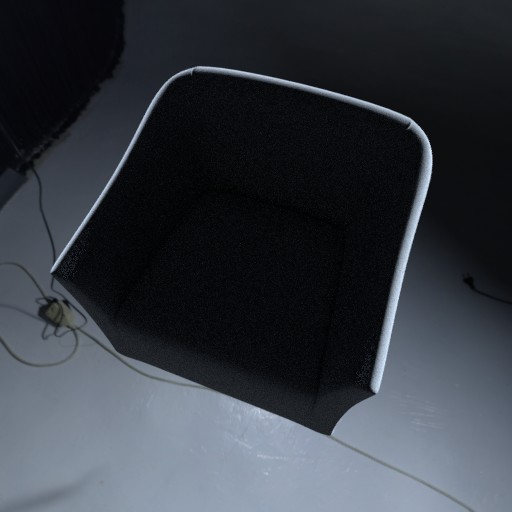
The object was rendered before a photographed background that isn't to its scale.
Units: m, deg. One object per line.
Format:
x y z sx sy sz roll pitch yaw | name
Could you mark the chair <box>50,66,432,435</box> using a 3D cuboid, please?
0.000 0.000 1.312 0.790 0.720 0.700 18 60 11 | chair
